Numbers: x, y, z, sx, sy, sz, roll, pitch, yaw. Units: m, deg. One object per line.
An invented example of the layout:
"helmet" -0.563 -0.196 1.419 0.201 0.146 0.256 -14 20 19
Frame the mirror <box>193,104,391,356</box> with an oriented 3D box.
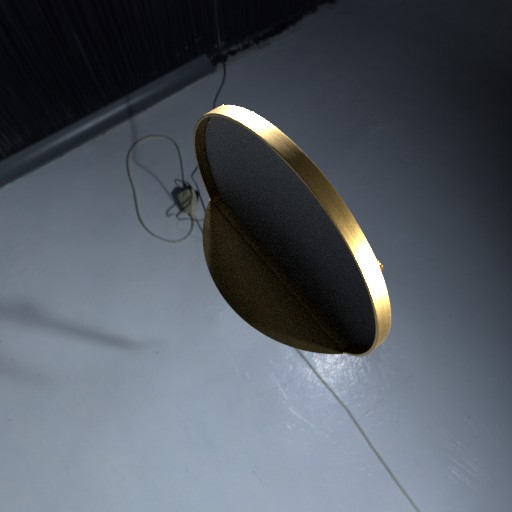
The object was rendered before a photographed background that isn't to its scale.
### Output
"mirror" 0.000 0.000 0.722 0.133 0.457 0.457 -35 69 -15
